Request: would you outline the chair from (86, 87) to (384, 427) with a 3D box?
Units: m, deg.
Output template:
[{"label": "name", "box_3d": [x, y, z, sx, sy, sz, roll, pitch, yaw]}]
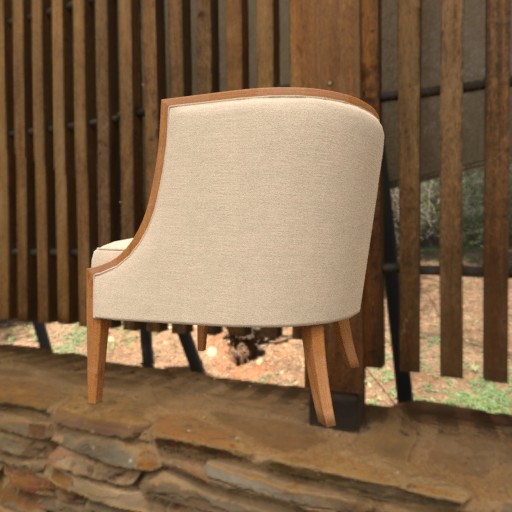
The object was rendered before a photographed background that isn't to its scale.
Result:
[{"label": "chair", "box_3d": [0.000, 0.000, 1.371, 0.757, 0.775, 0.711, 0, 1, 19]}]
